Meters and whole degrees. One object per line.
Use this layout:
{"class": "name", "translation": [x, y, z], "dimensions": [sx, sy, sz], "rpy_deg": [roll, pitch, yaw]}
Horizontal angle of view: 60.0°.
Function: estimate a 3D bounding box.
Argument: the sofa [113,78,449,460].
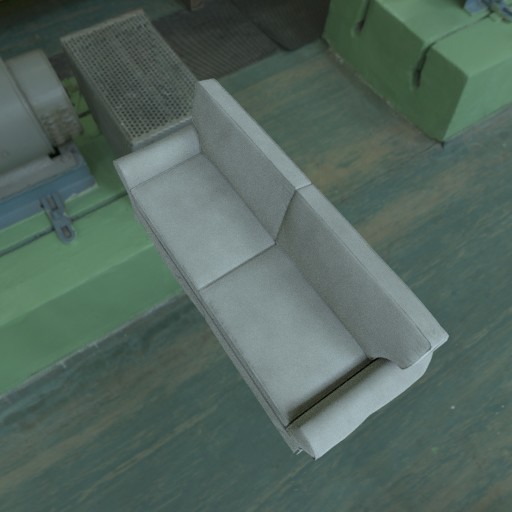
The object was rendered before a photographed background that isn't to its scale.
{"class": "sofa", "translation": [0.000, 0.000, 2.755], "dimensions": [0.900, 1.014, 2.246], "rpy_deg": [-31, 67, -15]}
